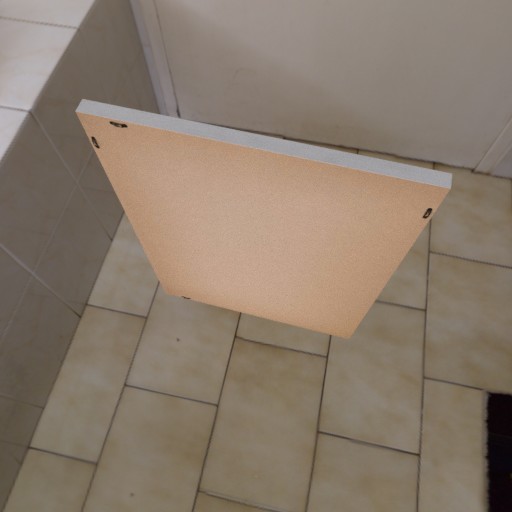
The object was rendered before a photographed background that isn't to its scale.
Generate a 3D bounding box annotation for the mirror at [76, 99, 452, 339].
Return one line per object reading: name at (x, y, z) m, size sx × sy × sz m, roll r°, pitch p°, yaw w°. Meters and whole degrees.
mirror at (0.000, 0.000, 1.332) m, size 0.762 × 1.016 × 0.041 m, roll 13°, pitch 64°, yaw 6°
